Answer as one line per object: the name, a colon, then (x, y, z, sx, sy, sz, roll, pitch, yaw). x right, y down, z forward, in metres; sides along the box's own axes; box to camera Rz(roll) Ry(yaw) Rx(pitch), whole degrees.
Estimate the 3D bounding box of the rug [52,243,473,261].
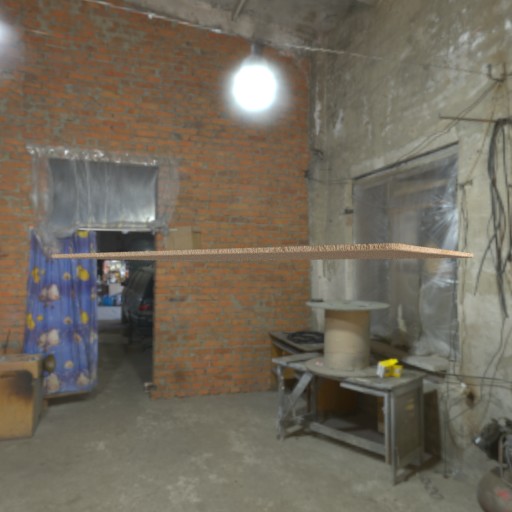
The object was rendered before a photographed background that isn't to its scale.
rug: (0.000, 0.000, 2.897, 2.349, 0.026, 1.500, -1, -2, 36)
